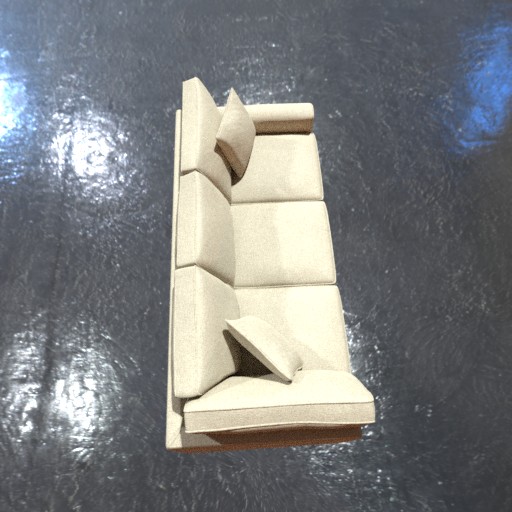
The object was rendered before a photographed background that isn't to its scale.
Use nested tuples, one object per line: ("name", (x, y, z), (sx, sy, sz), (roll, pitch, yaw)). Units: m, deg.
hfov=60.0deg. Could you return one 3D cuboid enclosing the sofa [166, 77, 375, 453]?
("sofa", (0.000, 0.000, 2.931), (1.053, 0.948, 2.323), (-3, 65, -1))
